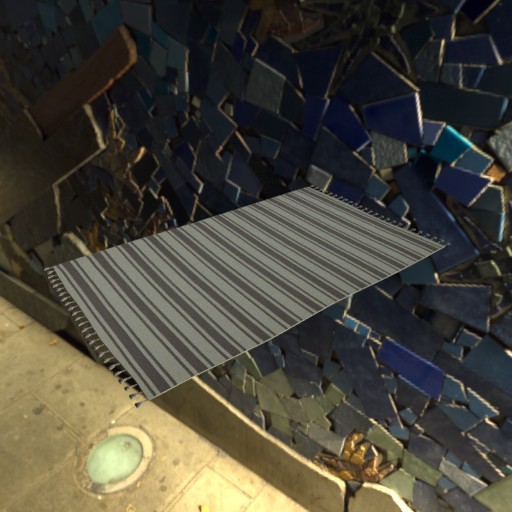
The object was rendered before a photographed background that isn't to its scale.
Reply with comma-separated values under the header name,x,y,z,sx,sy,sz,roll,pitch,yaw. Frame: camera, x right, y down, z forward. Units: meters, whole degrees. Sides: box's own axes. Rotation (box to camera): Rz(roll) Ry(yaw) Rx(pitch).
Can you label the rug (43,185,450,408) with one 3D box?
name,x,y,z,sx,sy,sz,roll,pitch,yaw
rug,0.000,0.000,2.601,2.096,0.011,1.229,-21,37,-31
